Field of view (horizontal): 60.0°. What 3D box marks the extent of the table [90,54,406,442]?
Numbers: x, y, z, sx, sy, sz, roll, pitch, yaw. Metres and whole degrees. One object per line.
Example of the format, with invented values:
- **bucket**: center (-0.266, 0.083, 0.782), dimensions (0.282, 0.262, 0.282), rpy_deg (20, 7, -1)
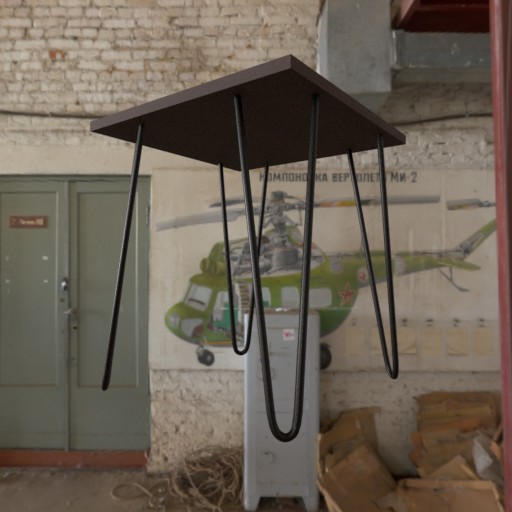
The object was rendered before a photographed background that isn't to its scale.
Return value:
- **table**: center (0.000, 0.000, 0.969), dimensions (0.495, 0.559, 0.495), rpy_deg (-1, -2, 37)
